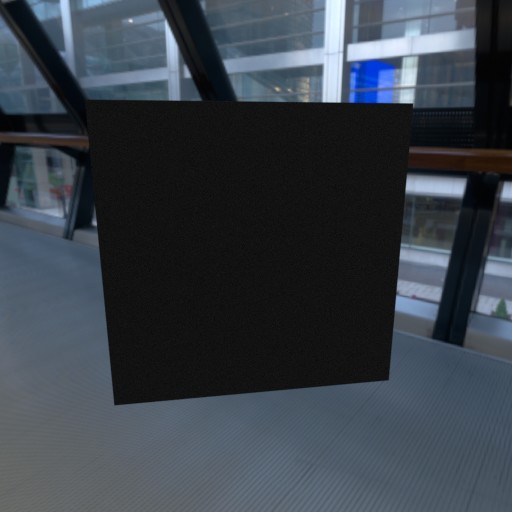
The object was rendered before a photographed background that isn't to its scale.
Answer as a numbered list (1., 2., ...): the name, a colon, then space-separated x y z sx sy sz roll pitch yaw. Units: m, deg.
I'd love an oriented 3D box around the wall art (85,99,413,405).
1. wall art: 0.000 0.000 0.465 0.308 0.305 0.030 -2 16 -9
